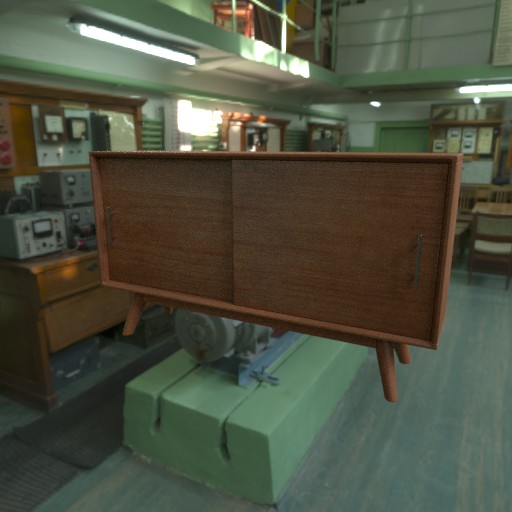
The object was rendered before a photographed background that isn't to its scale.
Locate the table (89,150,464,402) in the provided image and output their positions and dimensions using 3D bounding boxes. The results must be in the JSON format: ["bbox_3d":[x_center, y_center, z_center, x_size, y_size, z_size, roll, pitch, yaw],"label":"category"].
[{"bbox_3d":[0.000,0.000,1.529,1.220,0.698,0.308,7,16,26],"label":"table"}]
